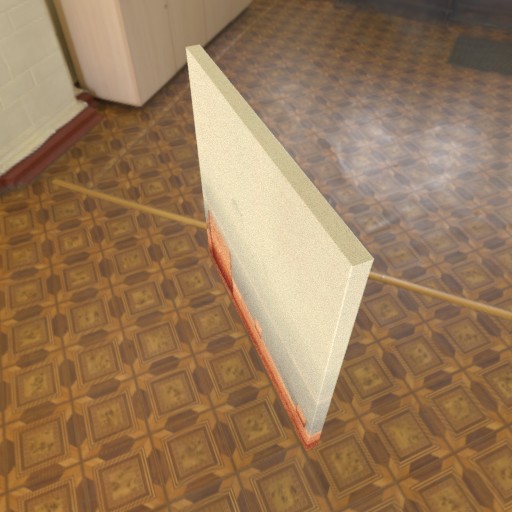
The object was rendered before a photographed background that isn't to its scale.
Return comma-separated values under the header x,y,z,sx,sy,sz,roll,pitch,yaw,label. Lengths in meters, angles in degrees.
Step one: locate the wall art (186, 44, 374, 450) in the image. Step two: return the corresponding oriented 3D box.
x,y,z,sx,sy,sz,roll,pitch,yaw,label
0.000,0.000,0.603,0.023,0.405,0.405,-18,51,-15,wall art
